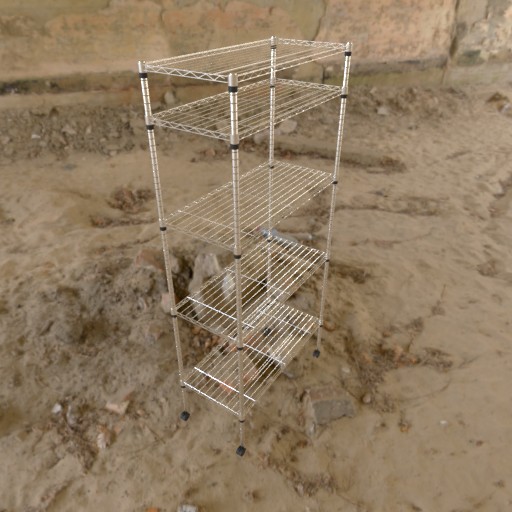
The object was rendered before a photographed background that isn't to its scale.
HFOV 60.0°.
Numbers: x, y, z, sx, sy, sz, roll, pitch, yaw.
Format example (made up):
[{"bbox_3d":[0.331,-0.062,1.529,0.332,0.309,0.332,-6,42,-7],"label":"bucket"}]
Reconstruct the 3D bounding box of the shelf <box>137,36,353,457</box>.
[{"bbox_3d":[0.000,0.000,1.873,0.356,1.587,0.762,20,38,28],"label":"shelf"}]
